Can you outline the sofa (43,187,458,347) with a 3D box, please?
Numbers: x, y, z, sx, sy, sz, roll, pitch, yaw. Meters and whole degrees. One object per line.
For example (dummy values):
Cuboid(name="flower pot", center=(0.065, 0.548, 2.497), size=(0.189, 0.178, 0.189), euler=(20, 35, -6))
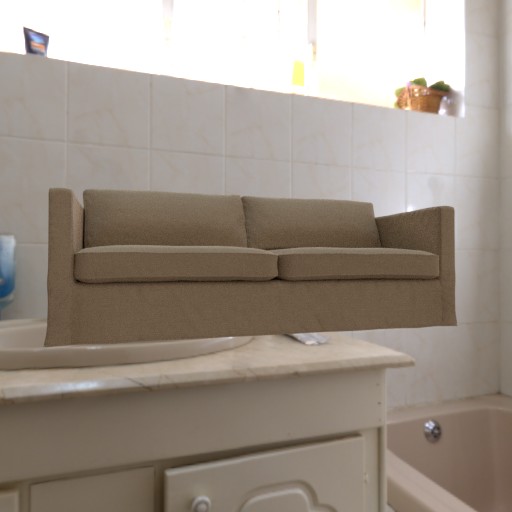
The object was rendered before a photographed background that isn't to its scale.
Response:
Cuboid(name="sofa", center=(0.000, 0.000, 2.783), size=(2.312, 0.853, 0.962), euler=(0, -1, -17))
